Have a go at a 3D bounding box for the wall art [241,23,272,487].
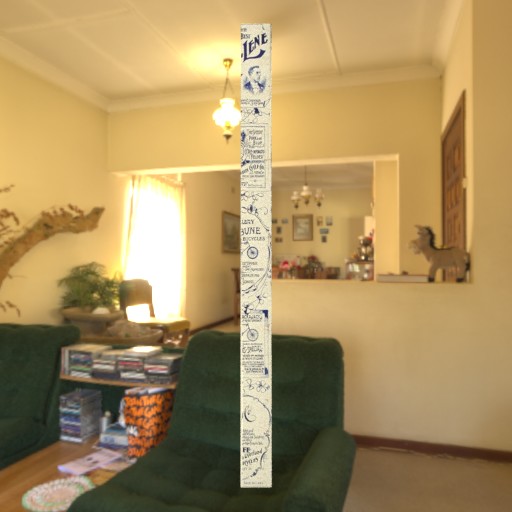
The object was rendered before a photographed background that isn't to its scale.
[{"bbox_3d":[0.000,0.000,0.777,0.040,0.601,0.408,0,-1,0],"label":"wall art"}]
